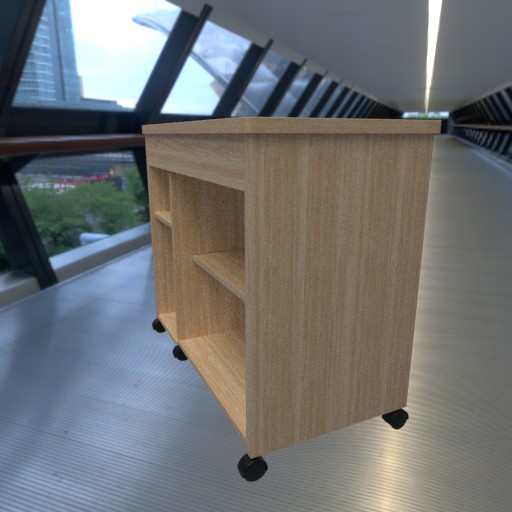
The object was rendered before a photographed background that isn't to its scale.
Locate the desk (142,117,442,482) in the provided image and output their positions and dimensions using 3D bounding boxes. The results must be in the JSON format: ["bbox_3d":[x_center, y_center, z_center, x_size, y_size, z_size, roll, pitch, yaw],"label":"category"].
[{"bbox_3d":[0.000,0.000,1.345,0.480,0.770,0.884,-7,17,-25],"label":"desk"}]
